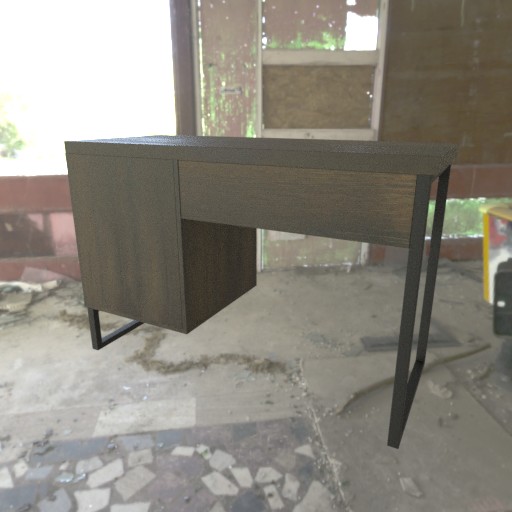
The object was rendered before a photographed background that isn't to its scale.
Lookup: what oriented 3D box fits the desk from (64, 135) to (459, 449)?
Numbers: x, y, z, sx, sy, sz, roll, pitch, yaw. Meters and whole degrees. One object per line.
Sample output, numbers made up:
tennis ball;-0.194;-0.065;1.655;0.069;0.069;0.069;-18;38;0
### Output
desk;0.000;0.000;1.504;1.134;0.752;0.511;9;20;26
